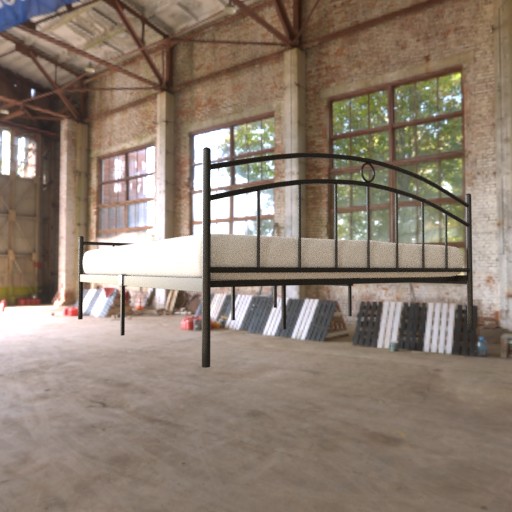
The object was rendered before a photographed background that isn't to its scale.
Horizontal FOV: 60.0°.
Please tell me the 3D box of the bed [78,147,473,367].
[{"bbox_3d":[0.000,0.000,3.067,1.880,0.940,2.040,1,-2,-35],"label":"bed"}]
